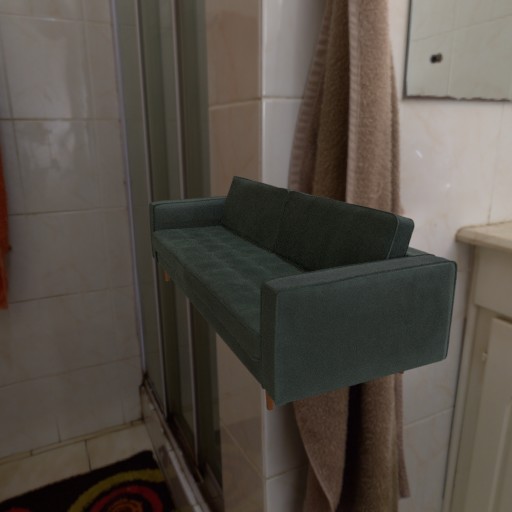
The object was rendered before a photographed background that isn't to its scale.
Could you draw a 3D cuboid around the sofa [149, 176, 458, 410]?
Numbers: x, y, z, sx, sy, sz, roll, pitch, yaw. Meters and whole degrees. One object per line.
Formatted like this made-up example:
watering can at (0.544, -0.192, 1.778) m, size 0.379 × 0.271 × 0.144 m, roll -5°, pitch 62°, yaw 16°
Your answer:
sofa at (0.000, 0.000, 2.666) m, size 0.886 × 0.781 × 2.214 m, roll -7°, pitch 17°, yaw -23°
